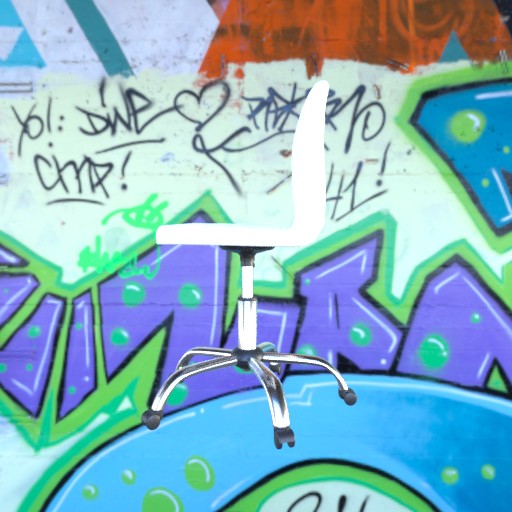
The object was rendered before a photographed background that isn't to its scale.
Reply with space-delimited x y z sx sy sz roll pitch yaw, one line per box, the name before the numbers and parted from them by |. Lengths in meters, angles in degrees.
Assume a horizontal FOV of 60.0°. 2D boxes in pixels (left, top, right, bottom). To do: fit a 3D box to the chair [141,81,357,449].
chair | 0.000 0.000 1.163 0.530 0.780 0.556 0 2 1
